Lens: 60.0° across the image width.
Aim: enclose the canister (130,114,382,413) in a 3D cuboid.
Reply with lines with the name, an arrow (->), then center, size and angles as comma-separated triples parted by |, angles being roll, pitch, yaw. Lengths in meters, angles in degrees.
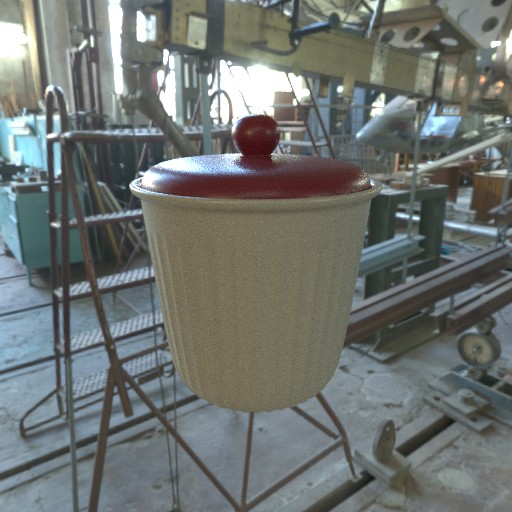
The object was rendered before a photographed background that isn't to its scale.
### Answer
canister -> 0.000, 0.000, 0.345 | 0.181, 0.211, 0.181 | 0, 17, 0
